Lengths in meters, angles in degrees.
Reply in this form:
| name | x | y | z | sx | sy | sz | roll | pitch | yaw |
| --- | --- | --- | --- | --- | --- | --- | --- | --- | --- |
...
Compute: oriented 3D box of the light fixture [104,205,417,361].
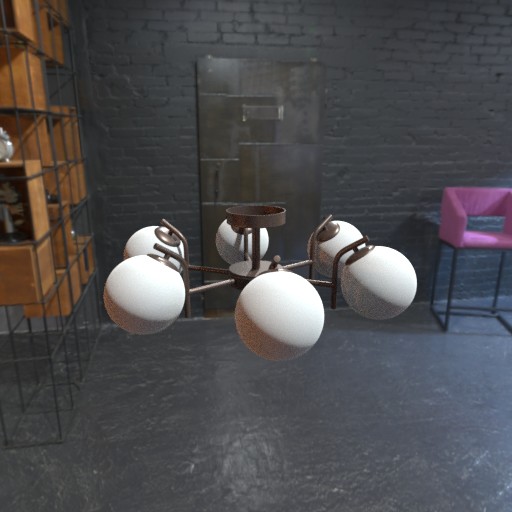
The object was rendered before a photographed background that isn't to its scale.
| name | x | y | z | sx | sy | sz | roll | pitch | yaw |
| --- | --- | --- | --- | --- | --- | --- | --- | --- | --- |
| light fixture | 0.000 | 0.000 | 0.960 | 0.662 | 0.201 | 0.662 | 0 | 16 | 0 |
